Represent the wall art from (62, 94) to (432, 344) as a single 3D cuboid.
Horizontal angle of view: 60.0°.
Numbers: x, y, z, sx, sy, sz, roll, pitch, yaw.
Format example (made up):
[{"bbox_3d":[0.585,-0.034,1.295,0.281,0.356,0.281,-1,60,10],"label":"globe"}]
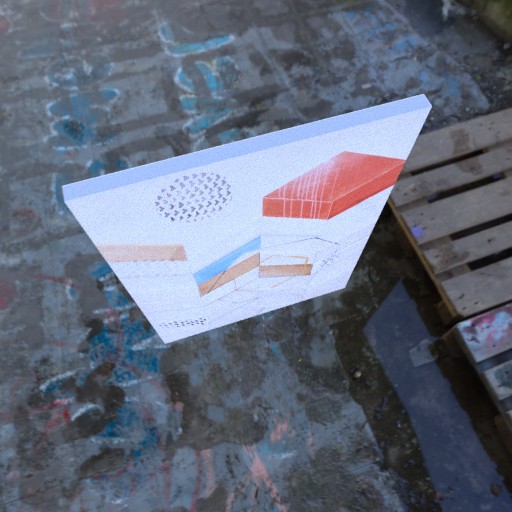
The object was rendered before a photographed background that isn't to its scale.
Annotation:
[{"bbox_3d":[0.000,0.000,1.606,0.914,1.221,0.046,-16,65,-8],"label":"wall art"}]
